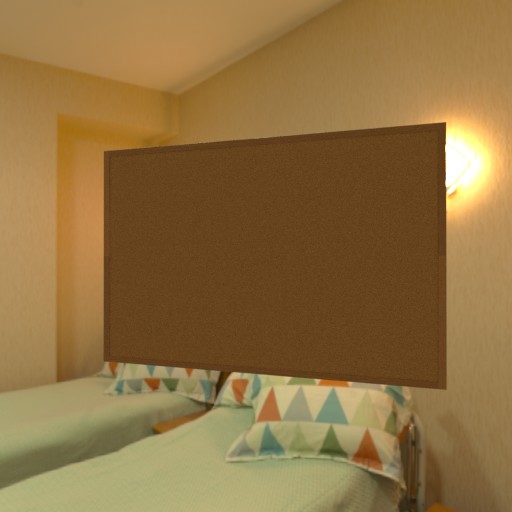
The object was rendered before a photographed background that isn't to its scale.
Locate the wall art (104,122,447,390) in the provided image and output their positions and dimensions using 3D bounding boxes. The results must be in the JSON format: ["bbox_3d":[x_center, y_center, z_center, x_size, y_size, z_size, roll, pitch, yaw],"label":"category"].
[{"bbox_3d":[0.000,0.000,1.442,1.141,0.758,0.035,0,0,17],"label":"wall art"}]
